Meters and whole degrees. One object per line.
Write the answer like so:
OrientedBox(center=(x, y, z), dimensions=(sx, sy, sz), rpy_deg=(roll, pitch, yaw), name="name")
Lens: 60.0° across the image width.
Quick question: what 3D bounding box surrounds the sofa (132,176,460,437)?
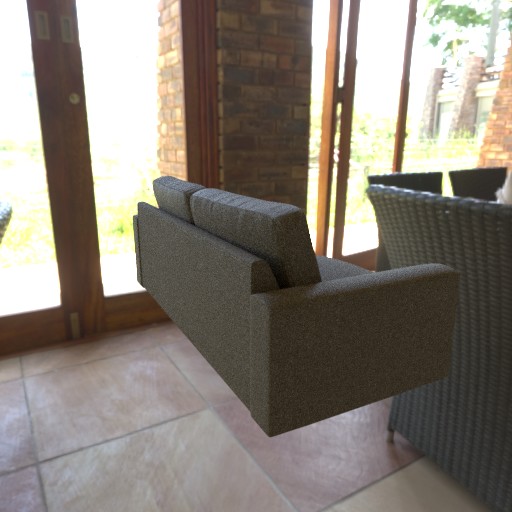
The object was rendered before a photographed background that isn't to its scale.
OrientedBox(center=(0.000, 0.000, 2.719), dimensions=(1.016, 0.873, 2.179), rpy_deg=(-8, 17, -26), name="sofa")
